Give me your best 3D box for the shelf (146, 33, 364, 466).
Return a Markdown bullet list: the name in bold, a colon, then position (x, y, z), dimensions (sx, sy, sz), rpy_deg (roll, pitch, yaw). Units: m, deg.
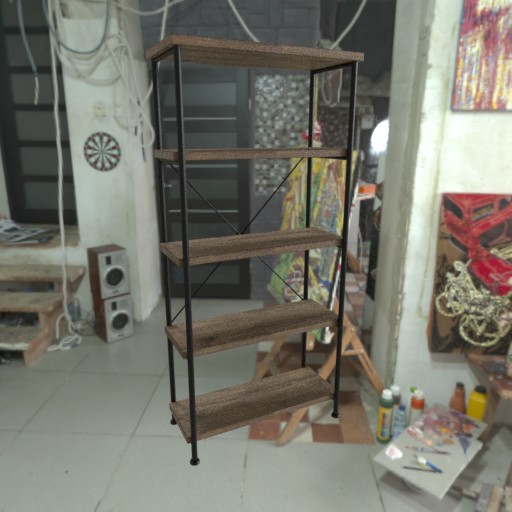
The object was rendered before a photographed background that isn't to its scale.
- **shelf**: position (0.000, 0.000, 2.006), dimensions (0.800, 1.700, 0.360), rpy_deg (-7, 17, -25)
